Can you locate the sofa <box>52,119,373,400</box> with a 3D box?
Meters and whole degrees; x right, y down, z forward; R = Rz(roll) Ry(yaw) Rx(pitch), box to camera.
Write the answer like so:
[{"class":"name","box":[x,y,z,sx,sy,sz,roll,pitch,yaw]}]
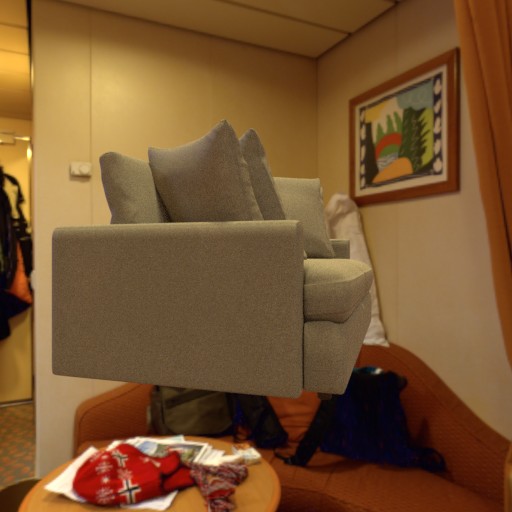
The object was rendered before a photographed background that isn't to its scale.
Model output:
[{"class":"sofa","box":[0.000,0.000,2.529,1.228,1.080,1.869,0,0,17]}]
